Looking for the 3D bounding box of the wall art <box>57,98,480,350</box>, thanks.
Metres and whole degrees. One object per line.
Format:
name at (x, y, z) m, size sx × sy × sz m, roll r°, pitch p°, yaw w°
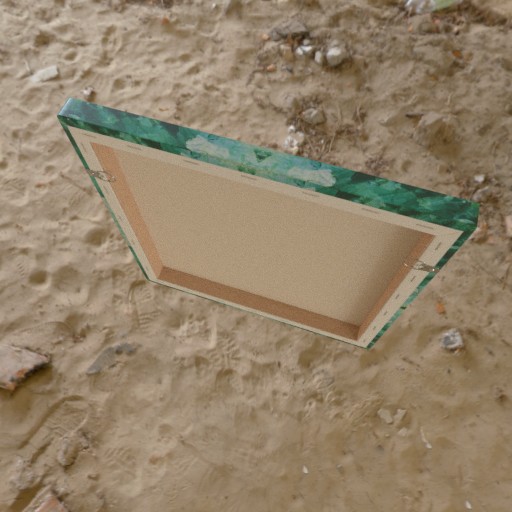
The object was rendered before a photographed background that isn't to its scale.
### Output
wall art at (0.000, 0.000, 0.739) m, size 0.507 × 0.508 × 0.038 m, roll 16°, pitch 65°, yaw 8°
